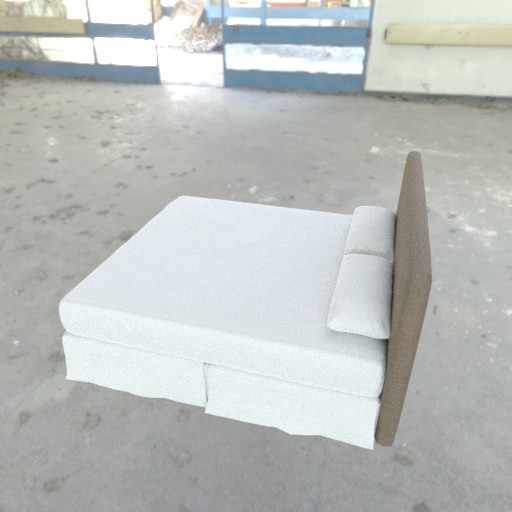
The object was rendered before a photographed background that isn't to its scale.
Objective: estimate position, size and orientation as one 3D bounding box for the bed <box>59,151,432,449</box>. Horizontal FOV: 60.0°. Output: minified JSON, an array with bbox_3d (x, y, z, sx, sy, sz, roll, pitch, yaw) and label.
[{"bbox_3d":[0.000,0.000,3.498,2.341,1.317,2.119,8,31,14],"label":"bed"}]
